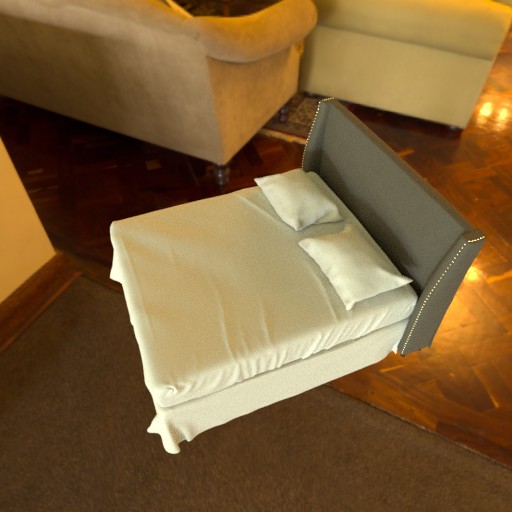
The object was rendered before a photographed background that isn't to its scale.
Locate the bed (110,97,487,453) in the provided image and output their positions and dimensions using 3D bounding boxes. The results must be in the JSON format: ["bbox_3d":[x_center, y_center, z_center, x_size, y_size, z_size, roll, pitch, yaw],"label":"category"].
[{"bbox_3d":[0.000,0.000,3.451,2.276,1.332,1.925,-17,49,-15],"label":"bed"}]
